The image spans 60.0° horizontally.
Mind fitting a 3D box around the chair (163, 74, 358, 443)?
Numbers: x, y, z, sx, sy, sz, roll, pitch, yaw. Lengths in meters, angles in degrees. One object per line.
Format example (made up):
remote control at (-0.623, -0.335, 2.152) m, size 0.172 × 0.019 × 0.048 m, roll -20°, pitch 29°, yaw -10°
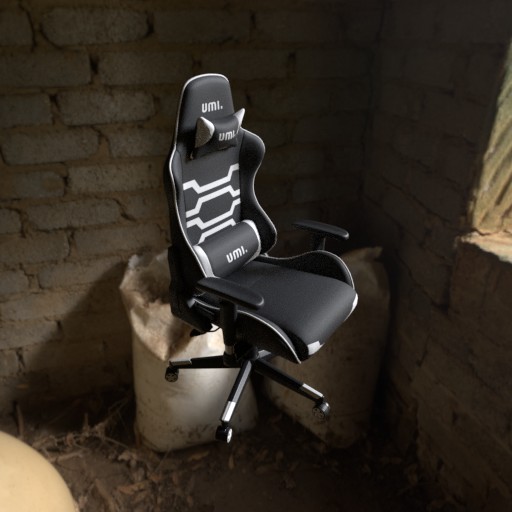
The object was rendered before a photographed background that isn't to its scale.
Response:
chair at (0.000, 0.000, 1.654) m, size 0.700 × 1.240 × 0.700 m, roll 18°, pitch 32°, yaw 31°
